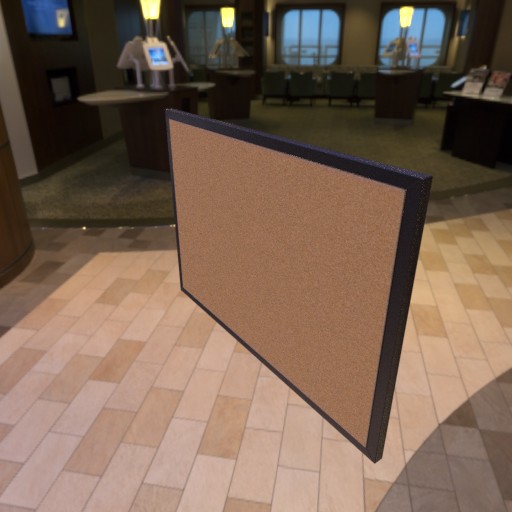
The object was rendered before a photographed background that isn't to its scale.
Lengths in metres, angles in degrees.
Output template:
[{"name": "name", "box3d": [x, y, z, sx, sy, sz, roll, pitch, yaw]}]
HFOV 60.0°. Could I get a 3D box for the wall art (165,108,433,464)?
[{"name": "wall art", "box3d": [0.000, 0.000, 0.559, 0.013, 0.306, 0.440, -18, 31, -32]}]
